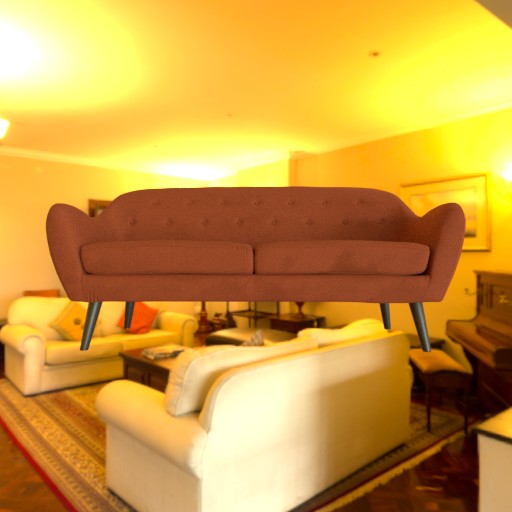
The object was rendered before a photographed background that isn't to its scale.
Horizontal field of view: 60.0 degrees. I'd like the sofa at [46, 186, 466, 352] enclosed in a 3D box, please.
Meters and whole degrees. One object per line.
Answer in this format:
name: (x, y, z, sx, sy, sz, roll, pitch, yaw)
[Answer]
sofa: (0.000, 0.000, 2.286, 1.840, 0.836, 0.820, 0, 0, 1)
